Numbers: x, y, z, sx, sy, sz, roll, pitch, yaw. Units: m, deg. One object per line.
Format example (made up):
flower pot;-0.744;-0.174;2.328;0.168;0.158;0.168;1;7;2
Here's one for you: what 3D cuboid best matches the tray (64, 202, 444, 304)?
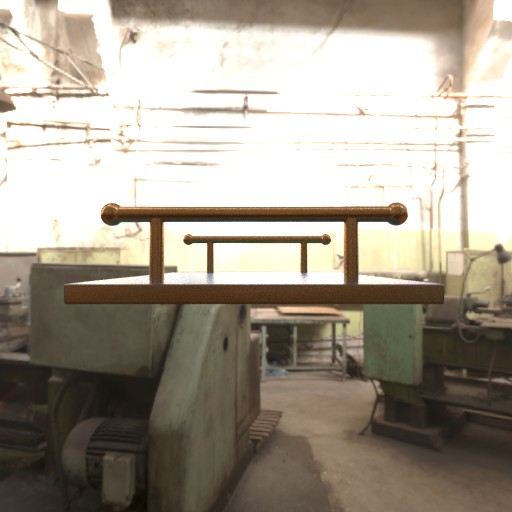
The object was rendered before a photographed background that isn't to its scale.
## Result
tray;0.000;0.000;0.574;0.304;0.084;0.444;0;-1;1
